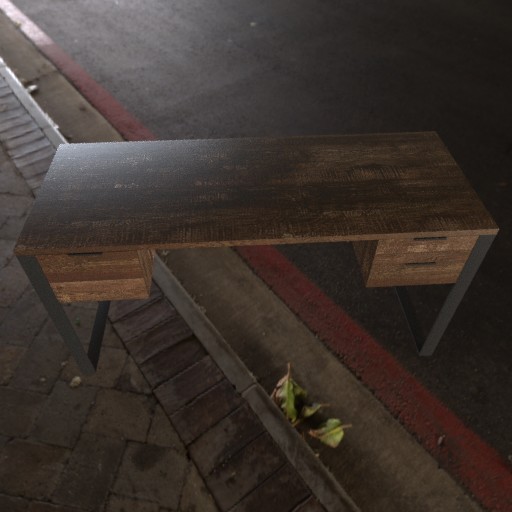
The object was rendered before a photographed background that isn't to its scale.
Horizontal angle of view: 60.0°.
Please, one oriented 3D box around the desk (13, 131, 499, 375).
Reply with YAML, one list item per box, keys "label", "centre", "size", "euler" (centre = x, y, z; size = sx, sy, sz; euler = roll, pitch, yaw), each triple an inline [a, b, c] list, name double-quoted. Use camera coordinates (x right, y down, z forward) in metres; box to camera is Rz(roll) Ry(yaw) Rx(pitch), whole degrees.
- label: "desk"
  centre: [0.000, 0.000, 1.864]
  size: [1.524, 0.762, 0.599]
  euler: [-3, 46, -3]
